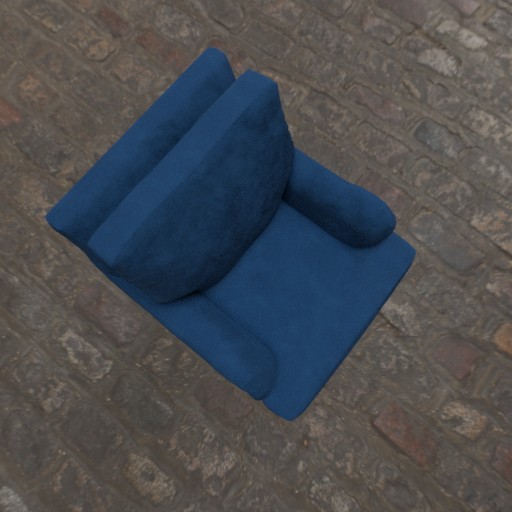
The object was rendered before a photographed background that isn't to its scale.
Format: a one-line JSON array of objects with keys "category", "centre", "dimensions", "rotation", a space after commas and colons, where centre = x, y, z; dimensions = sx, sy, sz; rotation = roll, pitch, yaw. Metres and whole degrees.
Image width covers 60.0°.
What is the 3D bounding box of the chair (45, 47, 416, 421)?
[{"category": "chair", "centre": [0.000, 0.000, 1.829], "dimensions": [1.078, 1.076, 0.895], "rotation": [38, 79, 9]}]
